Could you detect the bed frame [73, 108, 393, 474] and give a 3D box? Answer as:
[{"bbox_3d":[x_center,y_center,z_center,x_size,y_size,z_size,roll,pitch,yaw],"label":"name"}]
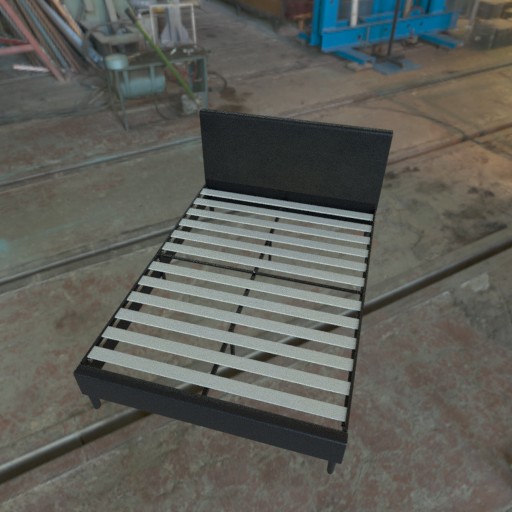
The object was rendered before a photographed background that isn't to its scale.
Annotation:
[{"bbox_3d":[0.000,0.000,3.224,1.634,1.127,2.318,10,42,12],"label":"bed frame"}]
